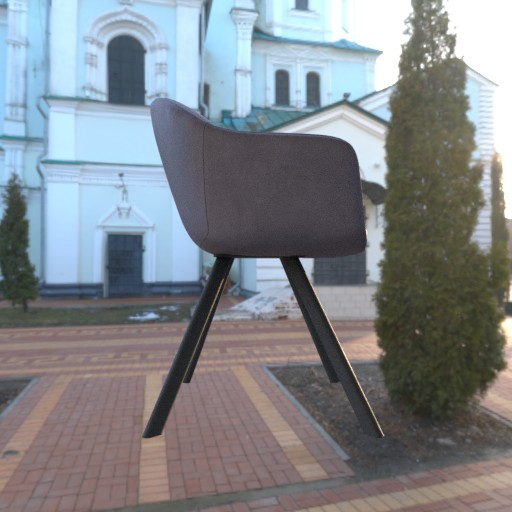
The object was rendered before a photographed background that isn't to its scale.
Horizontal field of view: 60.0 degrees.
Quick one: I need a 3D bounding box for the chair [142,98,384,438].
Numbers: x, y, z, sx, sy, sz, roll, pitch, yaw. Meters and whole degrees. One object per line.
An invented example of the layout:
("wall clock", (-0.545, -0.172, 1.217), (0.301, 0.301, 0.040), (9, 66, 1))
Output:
("chair", (0.000, 0.000, 1.184), (0.544, 0.781, 0.567), (0, -1, 0))
